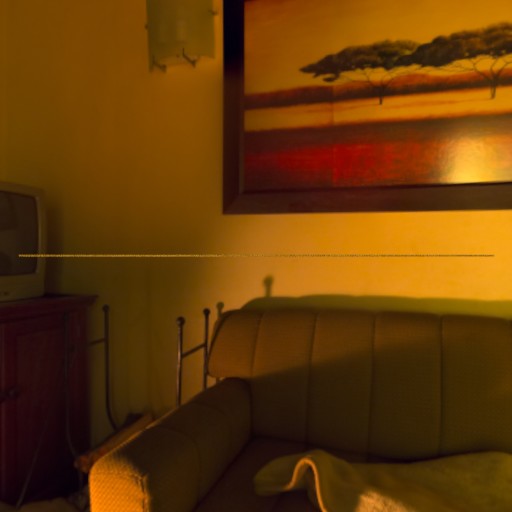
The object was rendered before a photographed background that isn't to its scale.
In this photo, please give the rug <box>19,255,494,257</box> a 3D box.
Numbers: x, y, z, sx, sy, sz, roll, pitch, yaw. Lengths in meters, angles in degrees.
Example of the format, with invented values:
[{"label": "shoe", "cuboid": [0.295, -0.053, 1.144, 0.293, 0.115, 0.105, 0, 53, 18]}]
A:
[{"label": "rug", "cuboid": [0.000, 0.000, 2.203, 1.752, 0.006, 1.142, 0, 0, -1]}]
